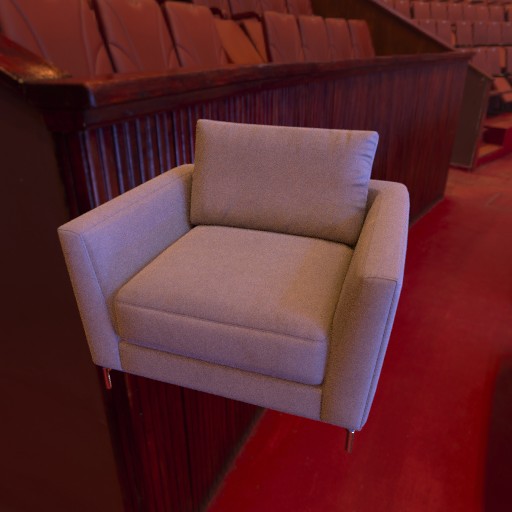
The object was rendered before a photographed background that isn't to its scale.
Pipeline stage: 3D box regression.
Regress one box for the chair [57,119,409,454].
[{"bbox_3d":[0.000,0.000,1.659,1.041,0.864,0.889,9,27,17],"label":"chair"}]
